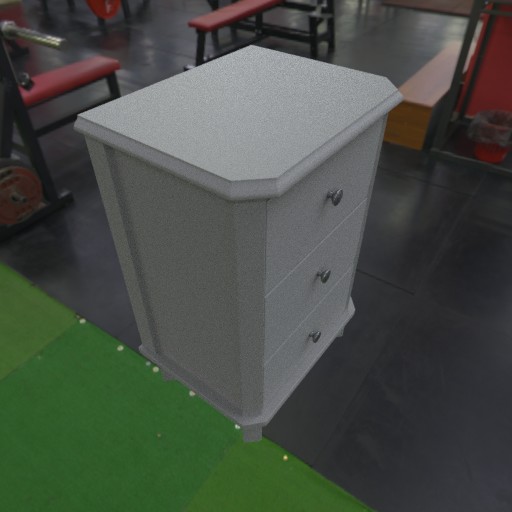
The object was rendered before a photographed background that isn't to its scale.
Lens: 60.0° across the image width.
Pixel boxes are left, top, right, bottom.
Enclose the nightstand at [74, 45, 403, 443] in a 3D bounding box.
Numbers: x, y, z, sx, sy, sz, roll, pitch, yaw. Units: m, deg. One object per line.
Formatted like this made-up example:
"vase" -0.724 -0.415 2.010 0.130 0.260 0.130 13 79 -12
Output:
"nightstand" 0.000 0.000 0.939 0.350 0.680 0.450 27 48 27
